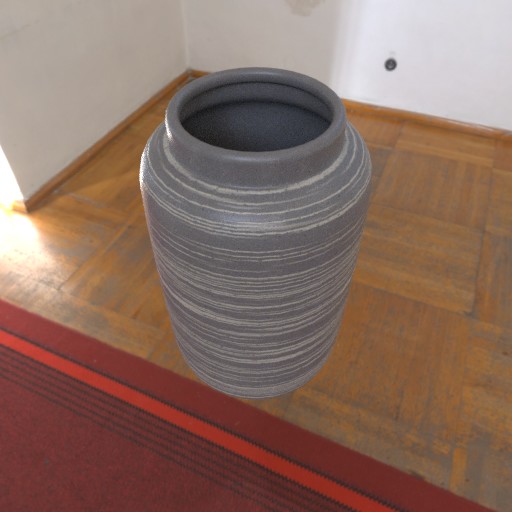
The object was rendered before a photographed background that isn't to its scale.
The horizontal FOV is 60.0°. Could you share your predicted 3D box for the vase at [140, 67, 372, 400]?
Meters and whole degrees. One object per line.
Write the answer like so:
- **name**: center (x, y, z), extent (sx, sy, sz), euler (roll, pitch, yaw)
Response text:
- **vase**: center (0.000, 0.000, 0.681), extent (0.297, 0.499, 0.297), euler (0, 47, 0)
